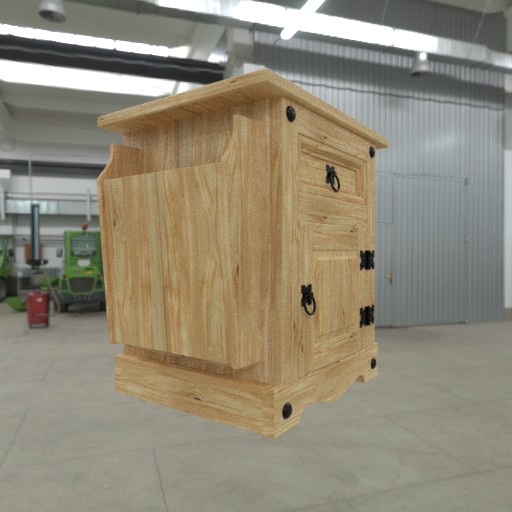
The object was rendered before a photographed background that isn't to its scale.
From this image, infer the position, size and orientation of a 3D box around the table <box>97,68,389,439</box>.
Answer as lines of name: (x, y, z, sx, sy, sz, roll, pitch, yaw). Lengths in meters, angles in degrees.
table: (0.000, 0.000, 0.896, 0.380, 0.515, 0.530, 1, 1, 36)
